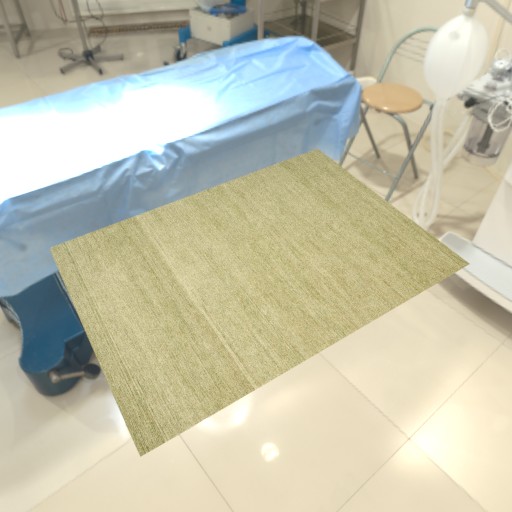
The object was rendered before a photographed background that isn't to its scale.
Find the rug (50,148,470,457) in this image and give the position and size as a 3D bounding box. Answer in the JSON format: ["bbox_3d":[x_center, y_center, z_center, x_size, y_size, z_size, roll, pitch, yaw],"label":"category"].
[{"bbox_3d":[0.000,0.000,2.926,2.270,0.017,1.606,-24,51,-22],"label":"rug"}]
